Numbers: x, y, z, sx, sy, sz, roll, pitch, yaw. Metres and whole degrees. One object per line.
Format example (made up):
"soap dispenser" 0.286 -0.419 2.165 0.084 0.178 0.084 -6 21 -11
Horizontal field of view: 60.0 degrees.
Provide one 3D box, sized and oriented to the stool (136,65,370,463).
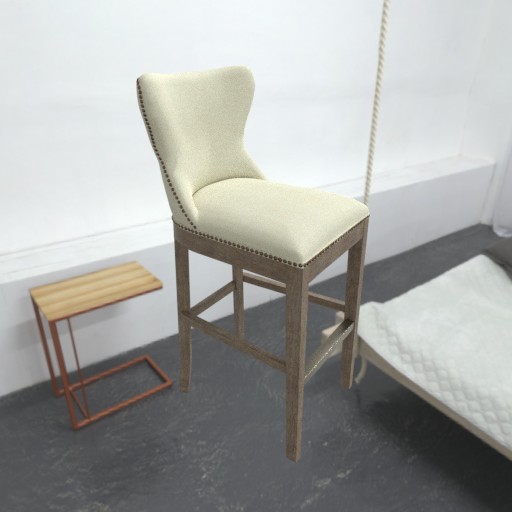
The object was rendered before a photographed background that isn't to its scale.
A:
"stool" 0.000 0.000 1.460 0.606 1.123 0.494 17 31 31
